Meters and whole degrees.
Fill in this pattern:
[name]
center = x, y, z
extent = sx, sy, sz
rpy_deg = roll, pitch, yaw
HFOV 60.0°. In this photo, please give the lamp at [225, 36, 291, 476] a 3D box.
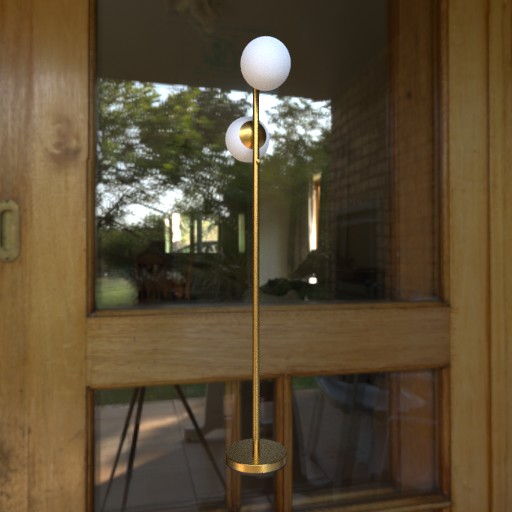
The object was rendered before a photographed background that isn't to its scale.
[lamp]
center = 0.000, 0.000, 1.781
extent = 0.249, 1.641, 0.419
rpy_deg = 0, -1, -19
